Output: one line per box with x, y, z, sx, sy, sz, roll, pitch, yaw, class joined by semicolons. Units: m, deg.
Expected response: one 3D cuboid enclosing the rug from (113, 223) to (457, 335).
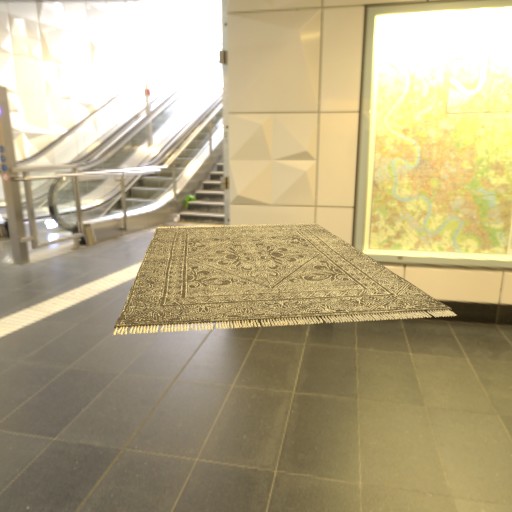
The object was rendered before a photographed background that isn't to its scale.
0.000;0.000;3.061;1.529;0.010;2.440;-2;14;-8;rug
